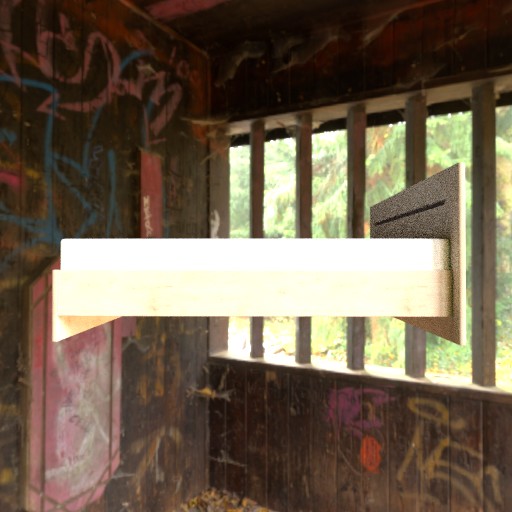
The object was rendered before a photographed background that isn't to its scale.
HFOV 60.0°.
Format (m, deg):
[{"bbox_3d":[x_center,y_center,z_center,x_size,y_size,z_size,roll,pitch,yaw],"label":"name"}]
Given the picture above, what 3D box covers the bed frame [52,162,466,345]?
[{"bbox_3d":[0.000,0.000,3.088,2.080,0.900,1.800,0,-1,1],"label":"bed frame"}]
